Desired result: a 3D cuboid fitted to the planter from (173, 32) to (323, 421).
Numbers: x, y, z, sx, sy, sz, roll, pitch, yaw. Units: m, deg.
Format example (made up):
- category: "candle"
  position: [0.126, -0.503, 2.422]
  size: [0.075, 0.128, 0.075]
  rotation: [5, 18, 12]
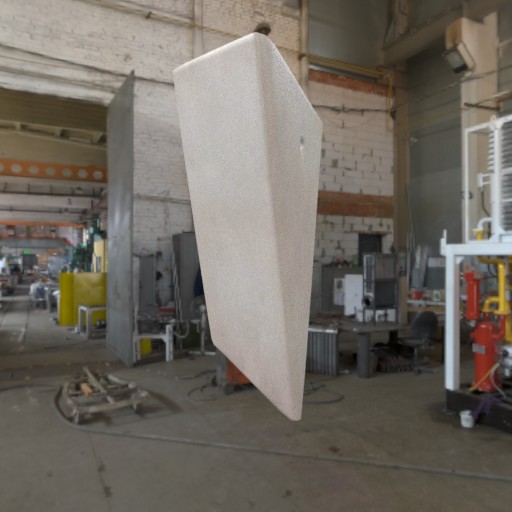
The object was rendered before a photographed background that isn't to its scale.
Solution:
- category: "planter"
  position: [0.000, 0.000, 0.274]
  size: [0.060, 0.197, 0.150]
  rotation: [0, 0, 19]
